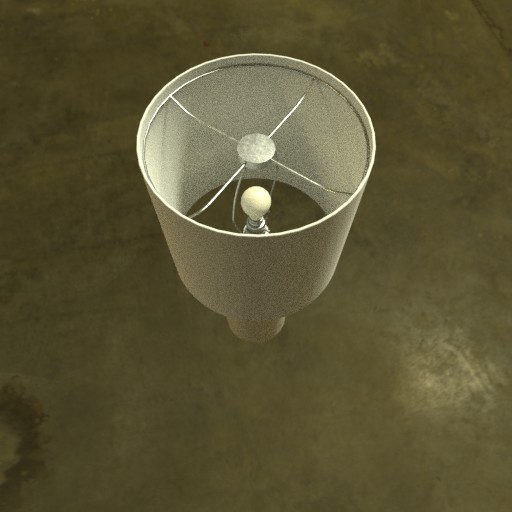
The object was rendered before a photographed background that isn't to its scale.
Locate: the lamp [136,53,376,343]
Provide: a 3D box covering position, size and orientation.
[{"bbox_3d":[0.000,0.000,0.589,0.207,0.461,0.207,32,67,15],"label":"lamp"}]
